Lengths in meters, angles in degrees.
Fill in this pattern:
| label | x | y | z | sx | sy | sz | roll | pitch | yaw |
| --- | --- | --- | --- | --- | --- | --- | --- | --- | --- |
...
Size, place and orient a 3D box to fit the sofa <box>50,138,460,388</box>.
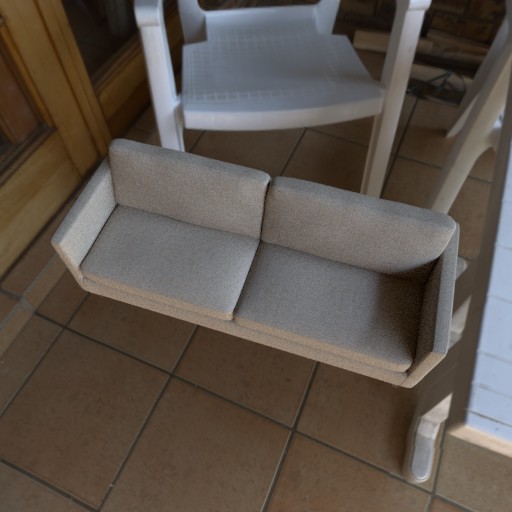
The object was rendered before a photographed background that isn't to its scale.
| label | x | y | z | sx | sy | sz | roll | pitch | yaw |
| --- | --- | --- | --- | --- | --- | --- | --- | --- | --- |
| sofa | 0.000 | 0.000 | 2.989 | 2.434 | 0.965 | 0.951 | 15 | 59 | 9 |
